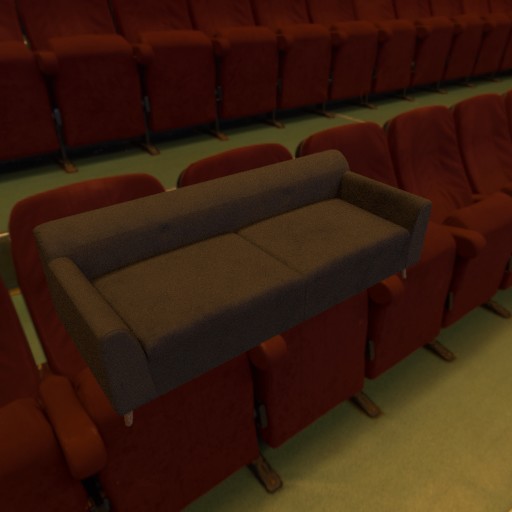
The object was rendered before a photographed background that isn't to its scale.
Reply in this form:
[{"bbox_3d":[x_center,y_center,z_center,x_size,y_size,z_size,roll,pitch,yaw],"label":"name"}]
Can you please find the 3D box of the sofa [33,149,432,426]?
[{"bbox_3d":[0.000,0.000,2.680,2.190,0.740,0.900,-21,36,-31],"label":"sofa"}]
